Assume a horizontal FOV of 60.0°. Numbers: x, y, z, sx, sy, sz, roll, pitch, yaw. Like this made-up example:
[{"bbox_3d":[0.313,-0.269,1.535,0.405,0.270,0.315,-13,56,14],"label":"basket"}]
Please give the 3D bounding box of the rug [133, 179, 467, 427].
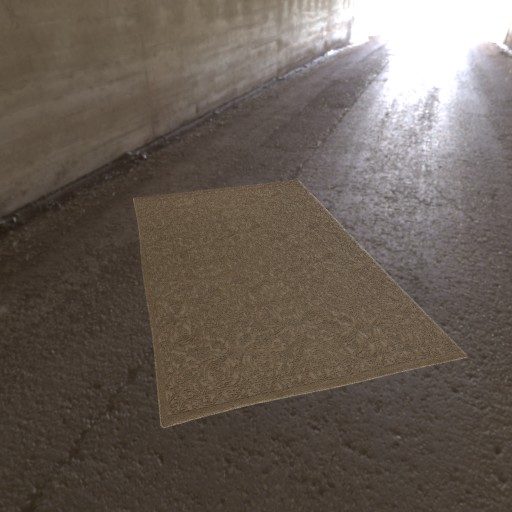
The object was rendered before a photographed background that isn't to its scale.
[{"bbox_3d":[0.000,0.000,3.042,1.529,0.012,2.435,-9,33,-14],"label":"rug"}]
